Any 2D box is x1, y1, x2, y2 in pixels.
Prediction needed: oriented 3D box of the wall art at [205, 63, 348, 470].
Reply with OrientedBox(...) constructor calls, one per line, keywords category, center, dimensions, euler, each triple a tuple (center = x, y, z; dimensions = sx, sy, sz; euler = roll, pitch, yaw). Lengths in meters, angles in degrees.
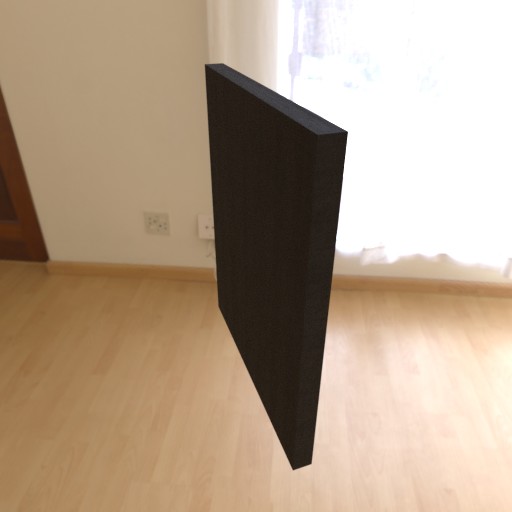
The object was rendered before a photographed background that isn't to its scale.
OrientedBox(category="wall art", center=(0.000, 0.000, 0.765), dimensions=(0.034, 0.552, 0.455), euler=(-11, 33, -17))
